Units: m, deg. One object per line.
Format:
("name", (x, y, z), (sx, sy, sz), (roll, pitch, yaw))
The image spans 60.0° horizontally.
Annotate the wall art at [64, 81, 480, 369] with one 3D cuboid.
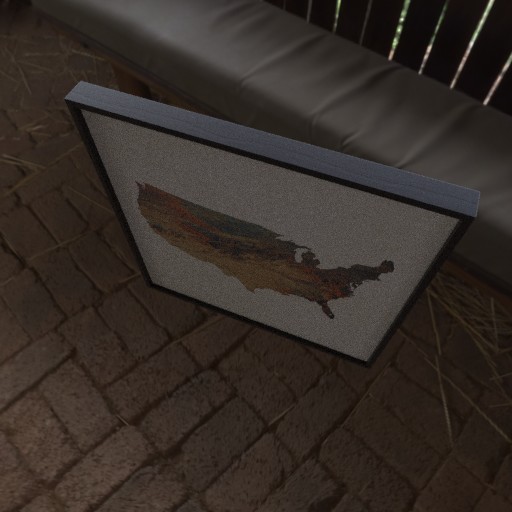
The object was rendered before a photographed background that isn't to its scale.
("wall art", (0.000, 0.000, 0.734), (0.507, 0.507, 0.038), (19, 60, 11))
